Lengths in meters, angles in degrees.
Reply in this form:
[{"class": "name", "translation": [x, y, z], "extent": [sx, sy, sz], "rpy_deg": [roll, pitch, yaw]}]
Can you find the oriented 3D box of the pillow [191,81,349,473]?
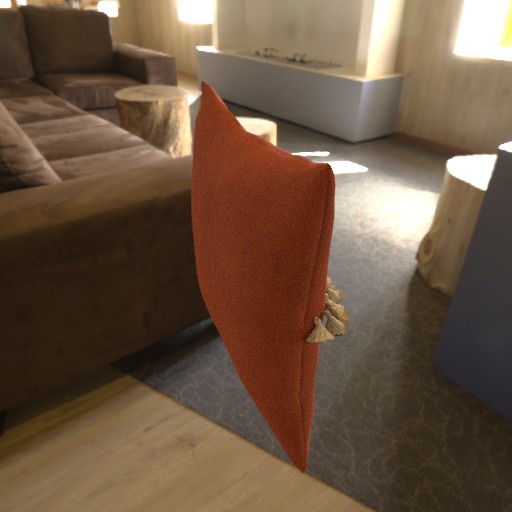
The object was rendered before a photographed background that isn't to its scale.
[{"class": "pillow", "translation": [0.000, 0.000, 0.740], "extent": [0.165, 0.482, 0.490], "rpy_deg": [-11, 33, -18]}]
